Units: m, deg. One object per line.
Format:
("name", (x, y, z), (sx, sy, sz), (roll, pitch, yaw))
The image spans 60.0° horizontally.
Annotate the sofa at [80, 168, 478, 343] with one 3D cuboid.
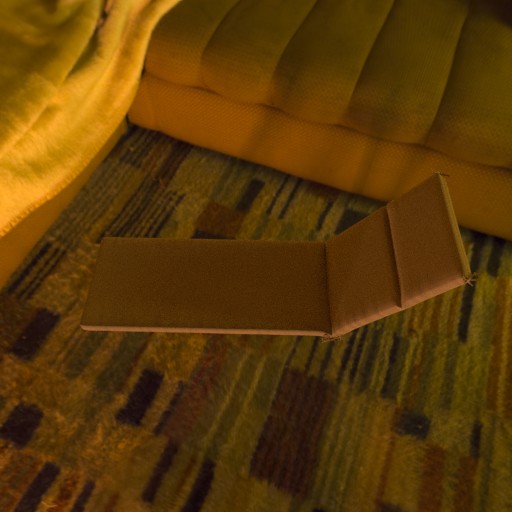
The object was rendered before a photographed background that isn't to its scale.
("sofa", (0.000, 0.000, 2.010), (1.663, 0.622, 0.582), (1, 57, 1))
